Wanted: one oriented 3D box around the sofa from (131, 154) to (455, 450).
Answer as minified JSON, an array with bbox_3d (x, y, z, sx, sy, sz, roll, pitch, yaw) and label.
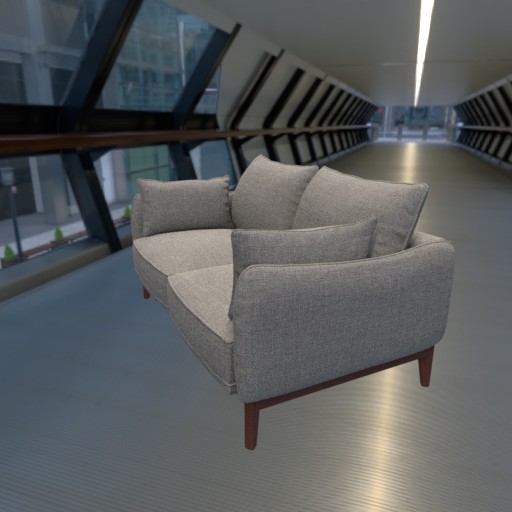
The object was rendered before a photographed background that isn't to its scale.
[{"bbox_3d":[0.000,0.000,2.171,0.972,0.851,1.580,-9,19,-26],"label":"sofa"}]
